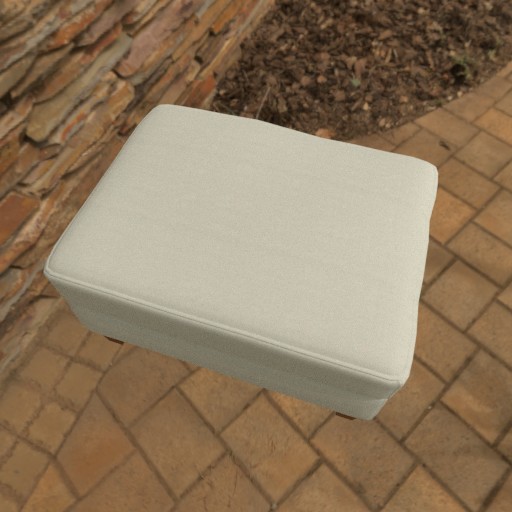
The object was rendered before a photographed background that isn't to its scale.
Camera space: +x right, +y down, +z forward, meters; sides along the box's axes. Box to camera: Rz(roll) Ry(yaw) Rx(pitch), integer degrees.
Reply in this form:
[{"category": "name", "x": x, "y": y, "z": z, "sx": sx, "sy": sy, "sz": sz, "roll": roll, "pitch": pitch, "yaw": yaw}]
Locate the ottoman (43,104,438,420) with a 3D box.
[{"category": "ottoman", "x": 0.000, "y": 0.000, "z": 1.222, "sx": 0.818, "sy": 0.496, "sz": 0.634, "roll": 15, "pitch": 58, "yaw": 10}]
